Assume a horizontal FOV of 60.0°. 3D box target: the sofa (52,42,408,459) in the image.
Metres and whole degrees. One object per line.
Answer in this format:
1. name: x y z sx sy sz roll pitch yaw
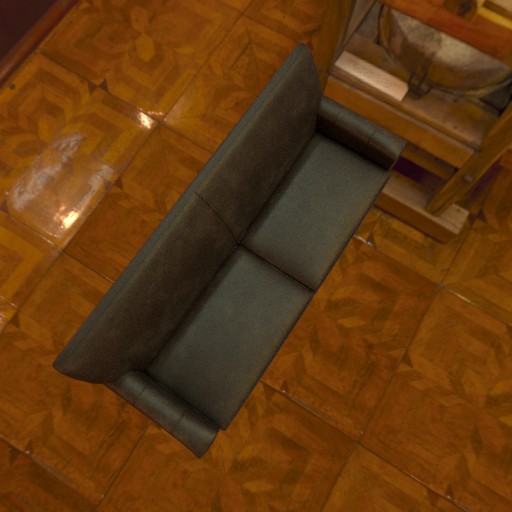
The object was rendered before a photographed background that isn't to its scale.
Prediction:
1. sofa: 0.000 0.000 2.540 0.805 0.947 2.053 33 78 8
